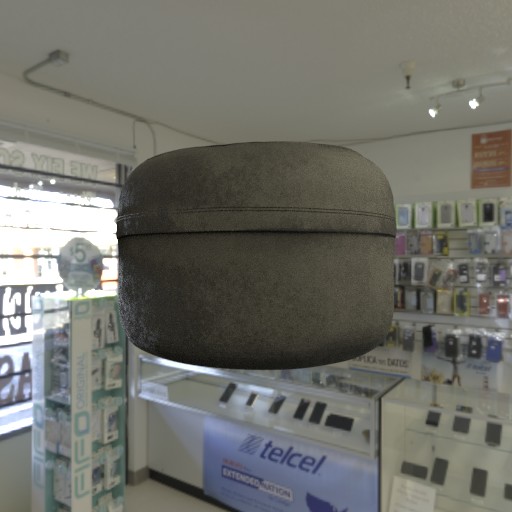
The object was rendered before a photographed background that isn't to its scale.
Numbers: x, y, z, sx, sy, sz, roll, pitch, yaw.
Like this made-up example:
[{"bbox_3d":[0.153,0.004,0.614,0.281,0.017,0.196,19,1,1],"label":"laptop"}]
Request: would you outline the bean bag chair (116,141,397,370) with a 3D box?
[{"bbox_3d":[0.000,0.000,1.510,0.918,0.605,0.918,0,0,0],"label":"bean bag chair"}]
